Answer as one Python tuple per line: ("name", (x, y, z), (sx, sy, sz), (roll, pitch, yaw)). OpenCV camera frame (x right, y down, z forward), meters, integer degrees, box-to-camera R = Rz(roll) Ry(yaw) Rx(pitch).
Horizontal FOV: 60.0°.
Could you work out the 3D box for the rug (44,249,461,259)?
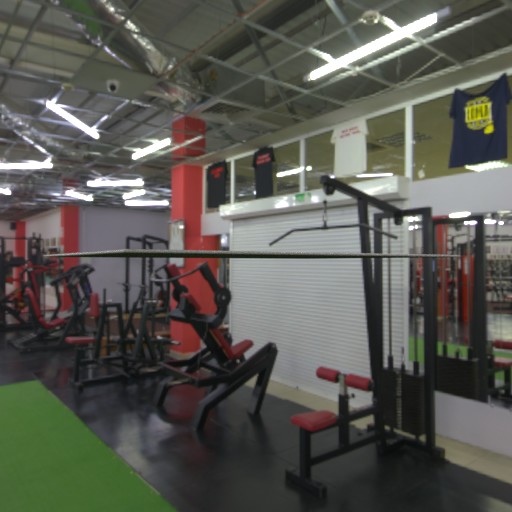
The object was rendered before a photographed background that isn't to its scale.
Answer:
("rug", (0.000, 0.000, 2.350), (1.847, 0.012, 1.224), (1, -1, -36))
